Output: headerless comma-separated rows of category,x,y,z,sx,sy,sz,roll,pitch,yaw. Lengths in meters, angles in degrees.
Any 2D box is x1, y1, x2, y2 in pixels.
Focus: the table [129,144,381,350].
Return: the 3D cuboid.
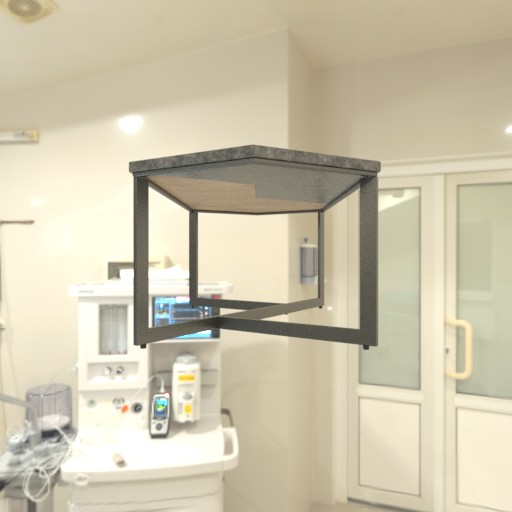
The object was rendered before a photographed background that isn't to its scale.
table,0.000,0.000,1.513,0.609,0.457,1.219,0,0,1
